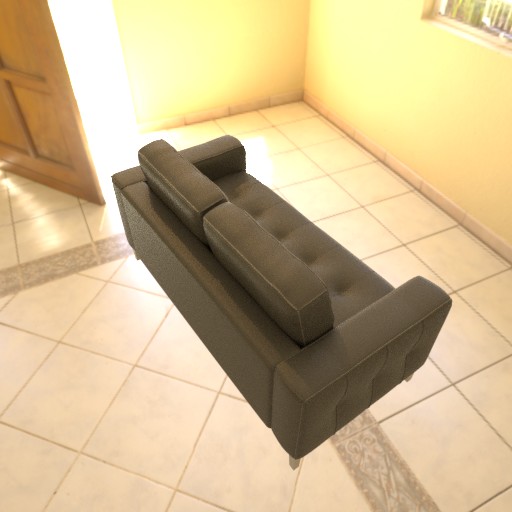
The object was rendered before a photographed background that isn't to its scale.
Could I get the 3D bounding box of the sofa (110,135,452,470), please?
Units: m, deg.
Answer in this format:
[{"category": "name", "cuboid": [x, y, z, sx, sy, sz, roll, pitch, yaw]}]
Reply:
[{"category": "sofa", "cuboid": [0.000, 0.000, 2.274, 0.833, 0.892, 1.726, -26, 50, -25]}]
